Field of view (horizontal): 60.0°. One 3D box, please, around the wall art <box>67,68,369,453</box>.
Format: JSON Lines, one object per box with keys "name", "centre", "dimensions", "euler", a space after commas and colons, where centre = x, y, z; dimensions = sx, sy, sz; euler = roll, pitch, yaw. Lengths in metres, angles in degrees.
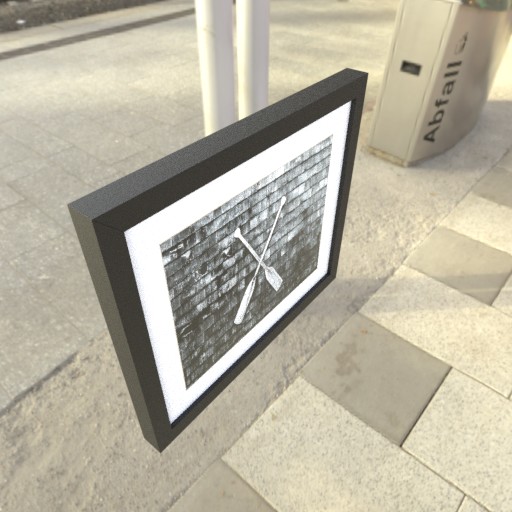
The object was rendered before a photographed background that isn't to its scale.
{"name": "wall art", "centre": [0.000, 0.000, 0.522], "dimensions": [0.029, 0.330, 0.381], "euler": [28, 48, 29]}
